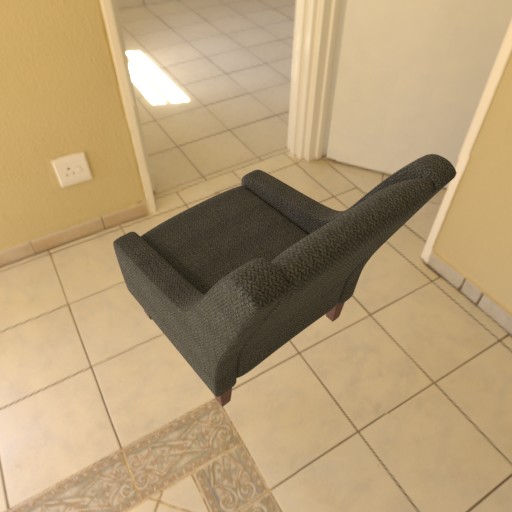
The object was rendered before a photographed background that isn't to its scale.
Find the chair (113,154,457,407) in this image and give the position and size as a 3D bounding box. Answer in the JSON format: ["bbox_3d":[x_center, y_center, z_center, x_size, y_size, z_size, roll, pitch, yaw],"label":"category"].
[{"bbox_3d":[0.000,0.000,1.731,0.793,1.012,0.944,-31,54,-26],"label":"chair"}]
